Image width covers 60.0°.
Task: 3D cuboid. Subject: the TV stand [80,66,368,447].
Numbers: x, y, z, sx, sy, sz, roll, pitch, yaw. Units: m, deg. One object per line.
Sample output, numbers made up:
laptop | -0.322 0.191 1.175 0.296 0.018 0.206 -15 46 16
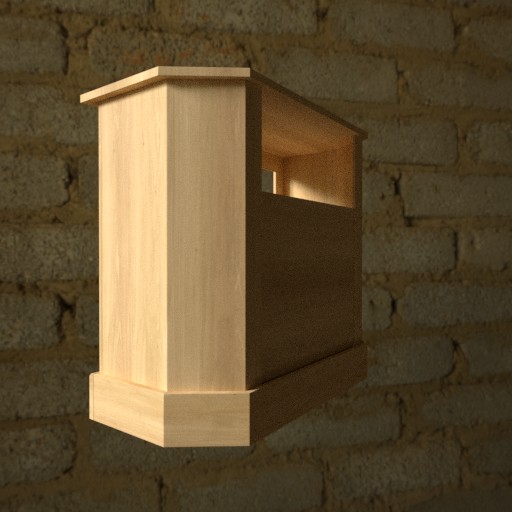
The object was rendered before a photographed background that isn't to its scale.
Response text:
TV stand | 0.000 0.000 1.289 0.425 0.781 0.851 0 1 37
